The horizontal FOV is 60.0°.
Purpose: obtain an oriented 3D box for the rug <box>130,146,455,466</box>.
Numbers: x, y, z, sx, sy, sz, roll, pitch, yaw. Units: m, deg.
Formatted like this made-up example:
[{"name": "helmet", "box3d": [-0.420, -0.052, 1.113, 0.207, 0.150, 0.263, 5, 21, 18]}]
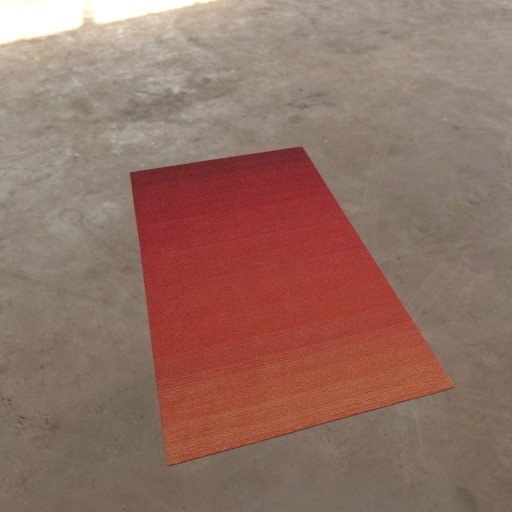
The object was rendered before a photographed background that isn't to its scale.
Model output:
[{"name": "rug", "box3d": [0.000, 0.000, 3.036, 1.531, 0.010, 2.442, -11, 47, -11]}]
